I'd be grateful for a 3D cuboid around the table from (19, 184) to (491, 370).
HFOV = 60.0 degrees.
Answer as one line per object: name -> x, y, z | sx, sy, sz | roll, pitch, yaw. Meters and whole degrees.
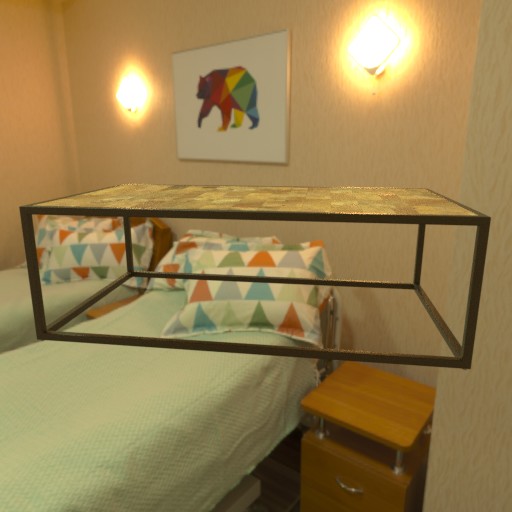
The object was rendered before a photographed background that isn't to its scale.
table -> 0.000, 0.000, 1.472 | 1.199, 0.398, 0.649 | 2, 15, 8
